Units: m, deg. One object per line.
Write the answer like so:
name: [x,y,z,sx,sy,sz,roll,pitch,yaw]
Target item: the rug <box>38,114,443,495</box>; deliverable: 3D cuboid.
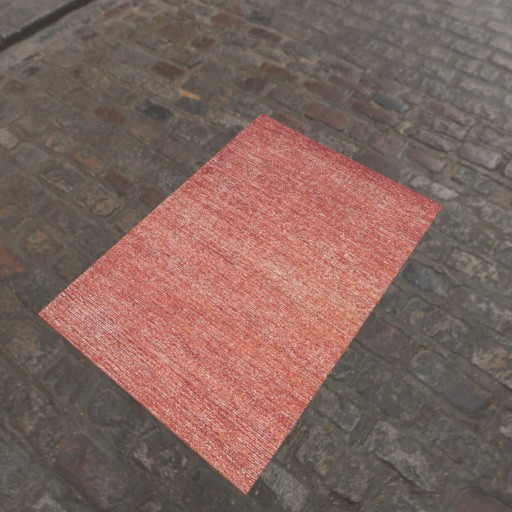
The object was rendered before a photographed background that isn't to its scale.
rug: [0.000,0.000,5.086,2.803,0.025,3.965,33,63,19]
